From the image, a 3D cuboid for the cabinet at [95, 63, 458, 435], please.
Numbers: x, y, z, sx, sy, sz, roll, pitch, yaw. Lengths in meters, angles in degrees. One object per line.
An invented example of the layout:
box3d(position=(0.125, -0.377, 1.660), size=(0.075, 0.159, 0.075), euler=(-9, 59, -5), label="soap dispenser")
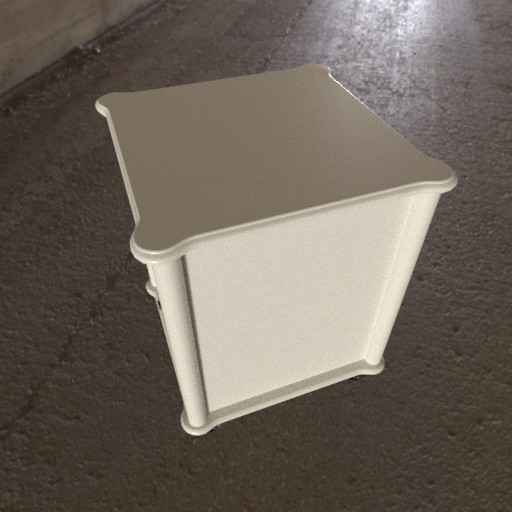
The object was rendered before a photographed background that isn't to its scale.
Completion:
box3d(position=(0.000, 0.000, 1.225), size=(0.627, 0.761, 0.628), euler=(-15, 46, -14), label="cabinet")
